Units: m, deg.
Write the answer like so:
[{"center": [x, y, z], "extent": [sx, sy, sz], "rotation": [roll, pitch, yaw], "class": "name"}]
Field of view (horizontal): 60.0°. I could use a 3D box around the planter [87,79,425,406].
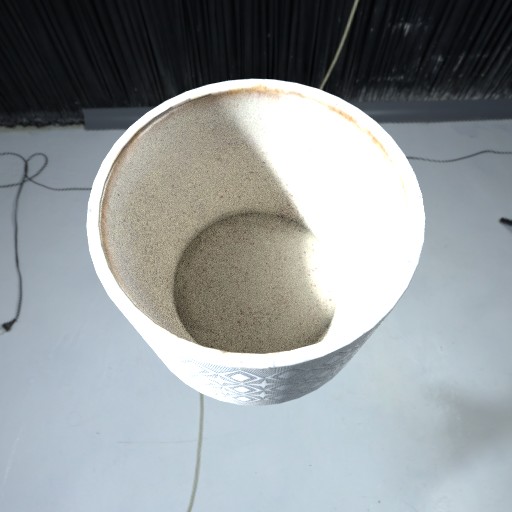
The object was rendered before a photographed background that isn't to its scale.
[{"center": [0.000, 0.000, 0.311], "extent": [0.186, 0.144, 0.186], "rotation": [0, 64, 0], "class": "planter"}]
